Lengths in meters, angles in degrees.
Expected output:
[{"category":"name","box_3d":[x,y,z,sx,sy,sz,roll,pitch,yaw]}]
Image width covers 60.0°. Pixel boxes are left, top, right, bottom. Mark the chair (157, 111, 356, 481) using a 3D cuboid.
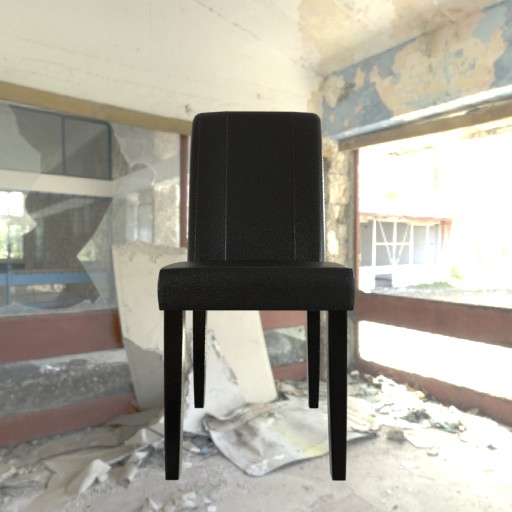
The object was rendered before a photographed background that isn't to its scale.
[{"category":"chair","box_3d":[0.000,0.000,1.141,0.399,0.897,0.556,0,1,0]}]
